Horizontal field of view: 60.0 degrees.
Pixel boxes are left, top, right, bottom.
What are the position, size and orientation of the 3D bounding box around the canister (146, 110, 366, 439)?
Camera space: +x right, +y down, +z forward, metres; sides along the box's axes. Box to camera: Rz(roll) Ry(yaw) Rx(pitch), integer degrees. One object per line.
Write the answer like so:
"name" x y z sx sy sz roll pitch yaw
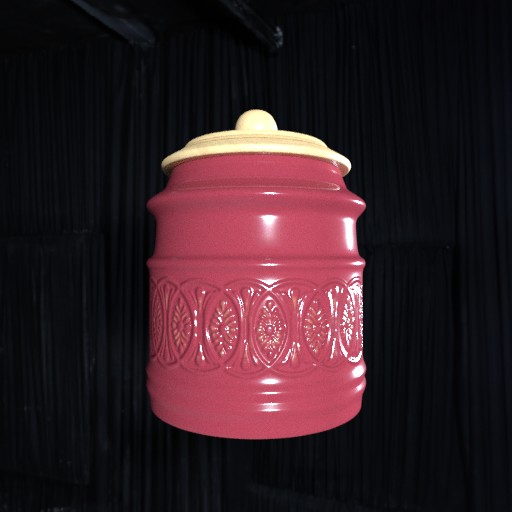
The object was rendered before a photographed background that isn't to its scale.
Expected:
"canister" 0.000 0.000 0.270 0.130 0.176 0.130 0 0 0
